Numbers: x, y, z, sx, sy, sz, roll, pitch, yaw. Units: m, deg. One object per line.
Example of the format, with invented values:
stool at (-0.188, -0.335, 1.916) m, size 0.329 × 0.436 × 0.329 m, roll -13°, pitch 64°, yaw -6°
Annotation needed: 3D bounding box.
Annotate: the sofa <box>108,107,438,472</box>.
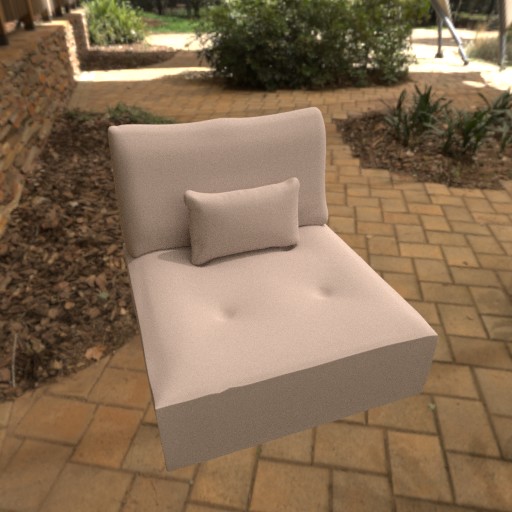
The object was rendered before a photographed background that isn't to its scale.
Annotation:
sofa at (0.000, 0.000, 1.666) m, size 0.935 × 0.828 × 1.000 m, roll -11°, pitch 33°, yaw -16°
